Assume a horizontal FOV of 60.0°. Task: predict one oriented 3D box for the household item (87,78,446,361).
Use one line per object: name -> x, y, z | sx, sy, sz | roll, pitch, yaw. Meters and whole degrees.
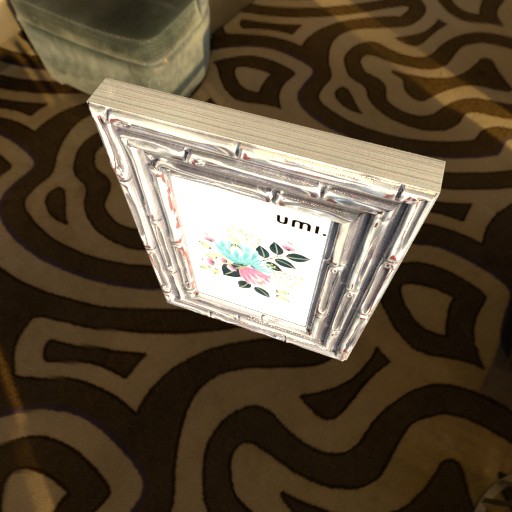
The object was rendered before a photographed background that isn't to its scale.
household item -> 0.000, 0.000, 0.291 | 0.165, 0.216, 0.025 | 17, 60, 10
